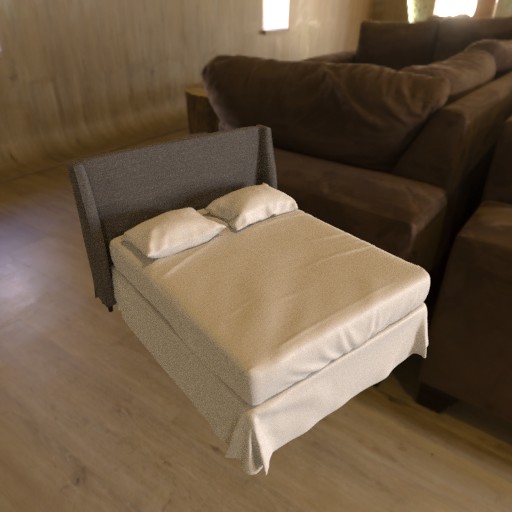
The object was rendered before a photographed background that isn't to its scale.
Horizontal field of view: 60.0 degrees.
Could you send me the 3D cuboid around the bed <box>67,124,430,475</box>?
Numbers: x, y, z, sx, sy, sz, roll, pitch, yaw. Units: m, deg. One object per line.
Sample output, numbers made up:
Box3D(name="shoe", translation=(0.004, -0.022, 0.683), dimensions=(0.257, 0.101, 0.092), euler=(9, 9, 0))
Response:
Box3D(name="bed", translation=(0.000, 0.000, 3.413), dimensions=(1.925, 1.332, 2.276), euler=(-21, 36, -32))
